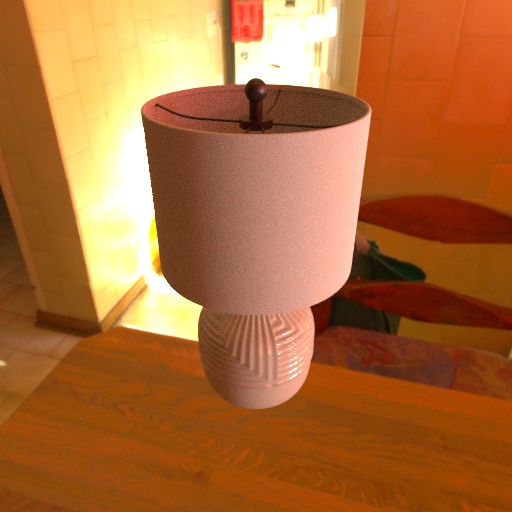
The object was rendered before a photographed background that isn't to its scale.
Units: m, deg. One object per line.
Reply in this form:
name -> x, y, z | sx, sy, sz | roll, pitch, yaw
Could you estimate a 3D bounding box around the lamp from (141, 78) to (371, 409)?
lamp -> 0.000, 0.000, 0.752 | 0.318, 0.567, 0.318 | 0, 31, 0
